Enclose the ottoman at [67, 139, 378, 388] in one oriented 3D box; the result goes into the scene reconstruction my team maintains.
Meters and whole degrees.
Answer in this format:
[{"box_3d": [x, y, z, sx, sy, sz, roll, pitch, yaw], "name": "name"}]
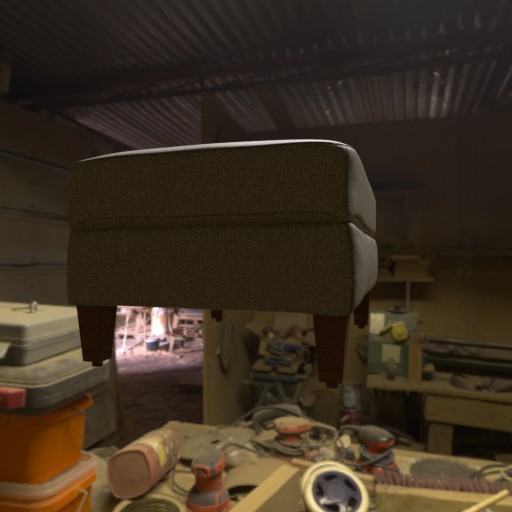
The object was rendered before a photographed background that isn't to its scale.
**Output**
[{"box_3d": [0.000, 0.000, 1.253, 0.639, 0.494, 0.873, 0, 0, 18], "name": "ottoman"}]
